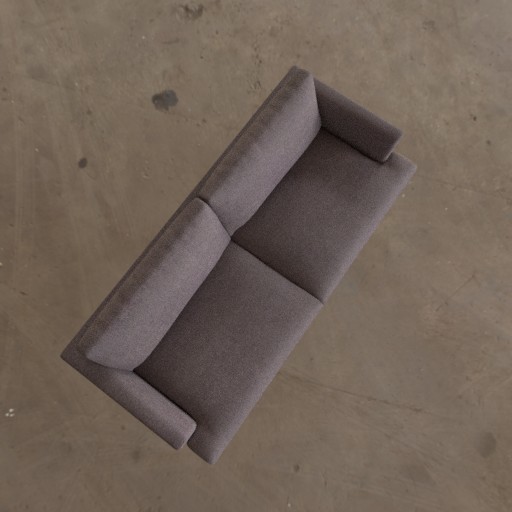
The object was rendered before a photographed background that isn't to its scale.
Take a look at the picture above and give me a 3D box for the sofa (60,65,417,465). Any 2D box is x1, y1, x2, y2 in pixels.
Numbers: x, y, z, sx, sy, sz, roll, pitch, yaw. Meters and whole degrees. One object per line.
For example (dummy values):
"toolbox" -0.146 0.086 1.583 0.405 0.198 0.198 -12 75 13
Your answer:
"sofa" 0.000 0.000 2.737 1.020 0.868 2.250 35 79 8
